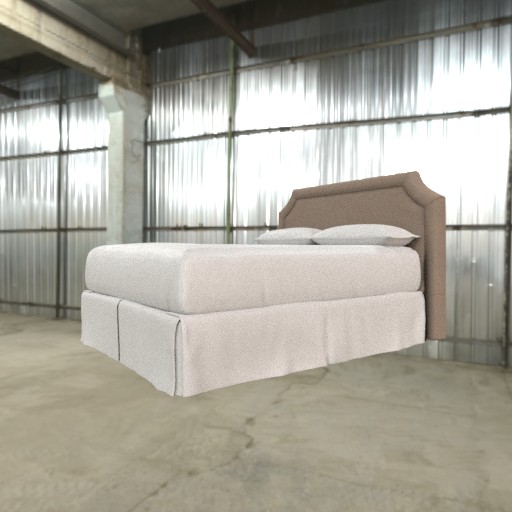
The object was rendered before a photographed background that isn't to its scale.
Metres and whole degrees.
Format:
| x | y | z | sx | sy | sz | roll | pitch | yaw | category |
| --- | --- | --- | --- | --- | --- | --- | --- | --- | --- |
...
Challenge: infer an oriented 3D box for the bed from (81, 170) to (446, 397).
| x | y | z | sx | sy | sz | roll | pitch | yaw | category |
| --- | --- | --- | --- | --- | --- | --- | --- | --- | --- |
| 0.000 | 0.000 | 3.336 | 2.164 | 1.303 | 1.828 | -1 | 1 | -37 | bed |
